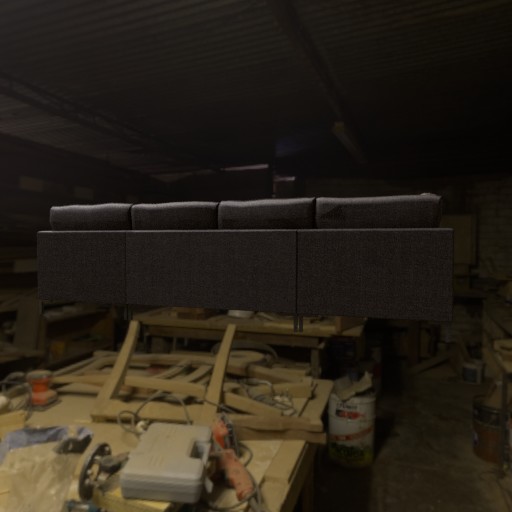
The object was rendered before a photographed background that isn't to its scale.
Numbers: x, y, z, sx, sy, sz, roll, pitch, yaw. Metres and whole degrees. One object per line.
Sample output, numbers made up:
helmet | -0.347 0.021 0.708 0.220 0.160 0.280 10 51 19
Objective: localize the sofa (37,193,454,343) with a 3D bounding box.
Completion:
sofa | 0.000 0.000 4.303 3.423 0.999 2.048 1 2 19
